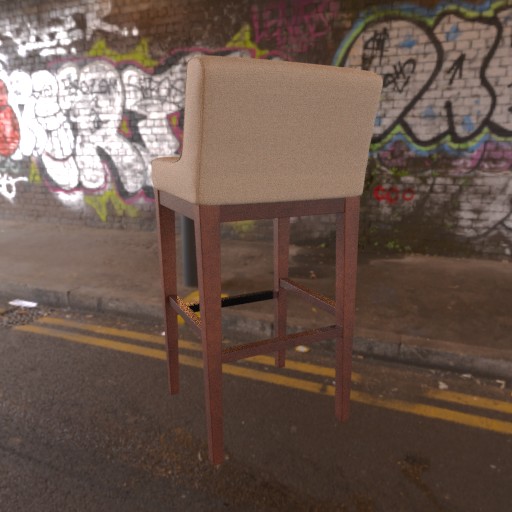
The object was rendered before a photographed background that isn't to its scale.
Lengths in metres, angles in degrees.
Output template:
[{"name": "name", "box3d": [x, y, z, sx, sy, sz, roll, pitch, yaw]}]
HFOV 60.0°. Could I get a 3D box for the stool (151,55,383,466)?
[{"name": "stool", "box3d": [0.000, 0.000, 1.353, 0.511, 1.037, 0.500, -7, 15, -26]}]
